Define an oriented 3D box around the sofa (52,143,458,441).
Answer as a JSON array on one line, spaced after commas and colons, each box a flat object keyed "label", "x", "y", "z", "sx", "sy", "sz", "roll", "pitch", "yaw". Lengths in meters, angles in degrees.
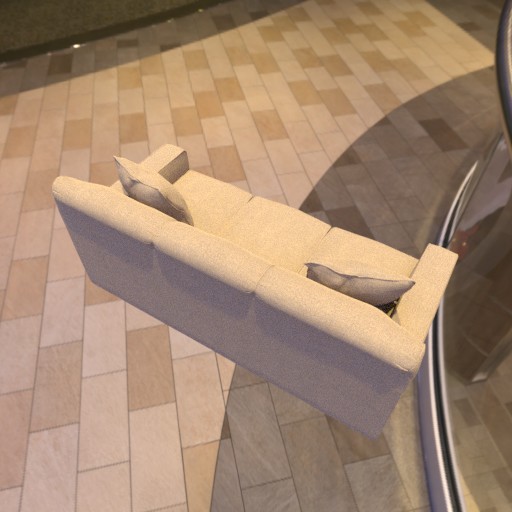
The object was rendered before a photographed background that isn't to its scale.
[{"label": "sofa", "x": 0.000, "y": 0.000, "z": 2.592, "sx": 2.024, "sy": 0.958, "sz": 0.997, "roll": 24, "pitch": 53, "yaw": 20}]
